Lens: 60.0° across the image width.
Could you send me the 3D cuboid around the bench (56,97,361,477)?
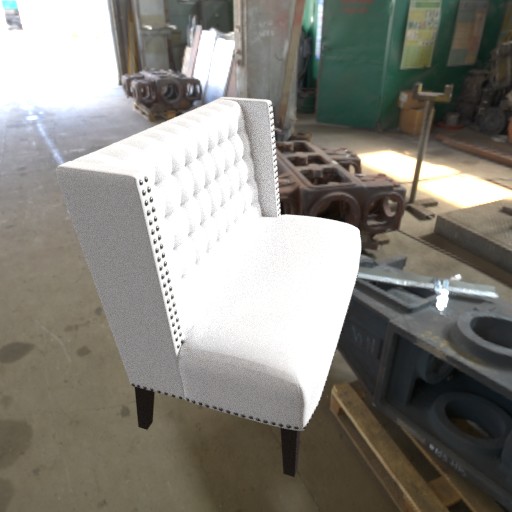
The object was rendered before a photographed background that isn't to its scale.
[{"bbox_3d":[0.000,0.000,1.995,0.847,1.123,1.280,10,31,17],"label":"bench"}]
